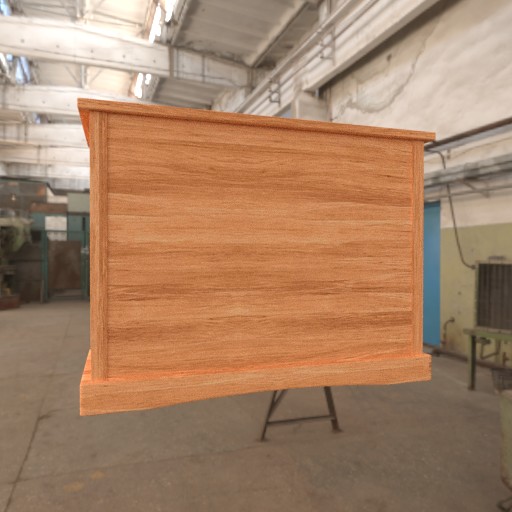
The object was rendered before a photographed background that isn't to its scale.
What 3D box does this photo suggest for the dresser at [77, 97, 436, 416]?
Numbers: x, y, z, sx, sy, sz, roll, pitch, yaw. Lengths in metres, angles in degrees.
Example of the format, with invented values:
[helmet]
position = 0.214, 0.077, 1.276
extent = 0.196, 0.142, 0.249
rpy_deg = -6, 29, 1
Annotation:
[dresser]
position = 0.000, 0.000, 1.364
extent = 0.990, 0.740, 0.410
rpy_deg = 0, 0, -17
